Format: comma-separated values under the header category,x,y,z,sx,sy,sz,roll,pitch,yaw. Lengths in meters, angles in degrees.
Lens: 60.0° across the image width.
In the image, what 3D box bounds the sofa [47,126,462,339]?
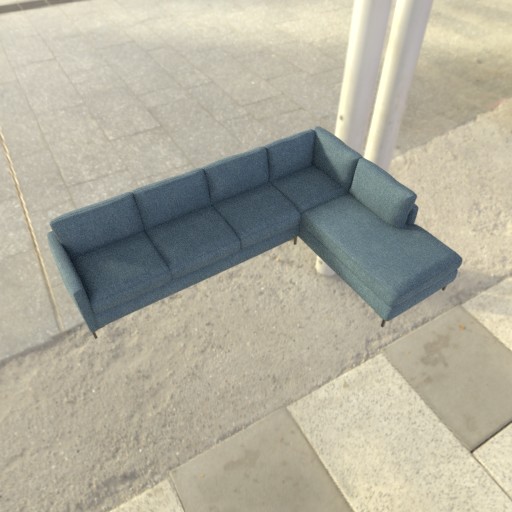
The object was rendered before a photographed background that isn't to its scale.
category,x,y,z,sx,sy,sz,roll,pitch,yaw
sofa,0.000,0.000,3.789,2.949,0.815,2.007,-24,51,-22
